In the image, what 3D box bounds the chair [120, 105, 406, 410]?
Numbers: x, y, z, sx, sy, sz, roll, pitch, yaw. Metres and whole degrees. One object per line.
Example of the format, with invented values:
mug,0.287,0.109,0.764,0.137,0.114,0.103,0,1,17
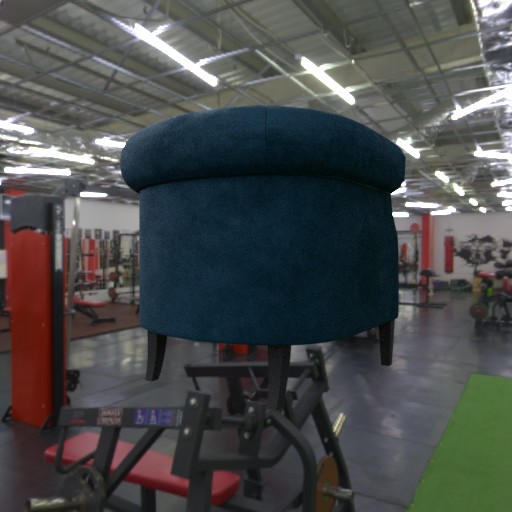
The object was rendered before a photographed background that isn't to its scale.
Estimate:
chair,0.000,0.000,1.564,0.904,0.826,0.851,0,0,34
